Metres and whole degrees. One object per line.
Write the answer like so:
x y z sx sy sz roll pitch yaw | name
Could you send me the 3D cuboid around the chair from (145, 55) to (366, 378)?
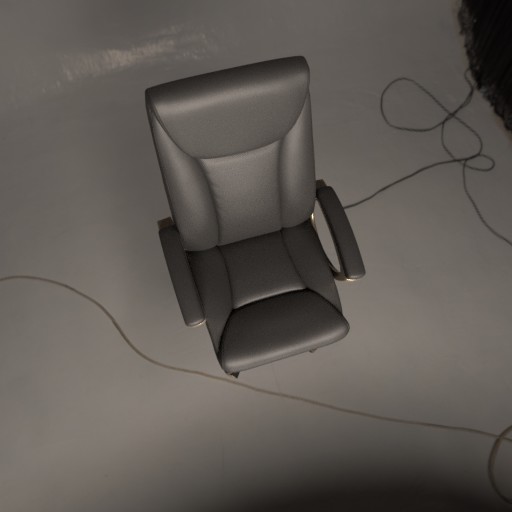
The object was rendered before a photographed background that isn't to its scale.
0.000 0.000 1.642 0.694 1.188 0.748 -15 64 -8 | chair
